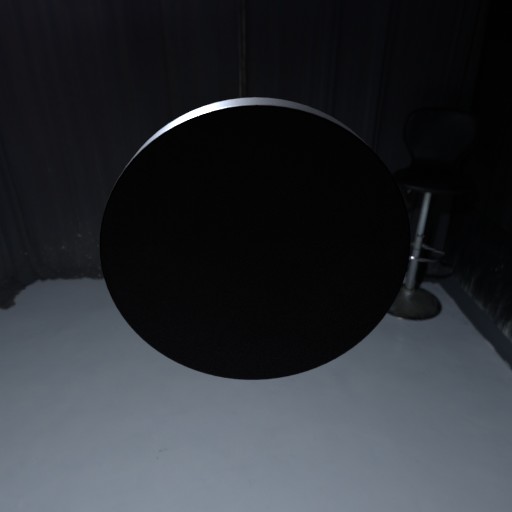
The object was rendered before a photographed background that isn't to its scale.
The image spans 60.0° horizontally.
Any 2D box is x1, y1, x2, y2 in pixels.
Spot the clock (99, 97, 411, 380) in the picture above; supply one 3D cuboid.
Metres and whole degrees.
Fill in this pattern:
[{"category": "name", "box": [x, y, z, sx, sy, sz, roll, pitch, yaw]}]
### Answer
[{"category": "clock", "box": [0.000, 0.000, 0.468, 0.314, 0.314, 0.040, -1, 28, -2]}]
